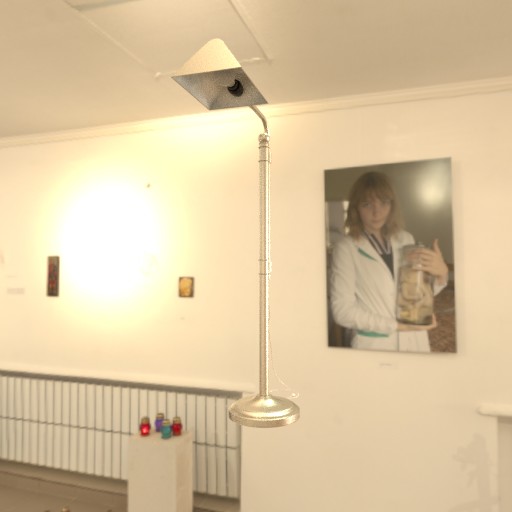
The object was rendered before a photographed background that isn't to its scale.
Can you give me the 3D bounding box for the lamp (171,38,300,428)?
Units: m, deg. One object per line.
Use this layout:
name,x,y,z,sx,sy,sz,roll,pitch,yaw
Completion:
lamp,0.000,0.000,0.944,0.159,0.708,0.546,-1,-2,18
